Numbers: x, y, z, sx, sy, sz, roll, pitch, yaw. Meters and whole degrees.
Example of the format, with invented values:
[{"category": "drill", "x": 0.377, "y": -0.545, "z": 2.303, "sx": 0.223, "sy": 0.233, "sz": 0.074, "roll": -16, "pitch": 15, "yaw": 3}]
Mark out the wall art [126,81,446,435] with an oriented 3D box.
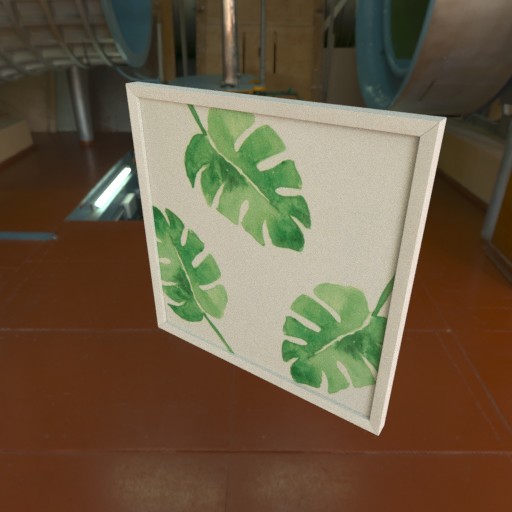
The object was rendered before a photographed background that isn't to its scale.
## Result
[{"category": "wall art", "x": 0.000, "y": 0.000, "z": 1.114, "sx": 0.762, "sy": 0.762, "sz": 0.040, "roll": 18, "pitch": 34, "yaw": 30}]
